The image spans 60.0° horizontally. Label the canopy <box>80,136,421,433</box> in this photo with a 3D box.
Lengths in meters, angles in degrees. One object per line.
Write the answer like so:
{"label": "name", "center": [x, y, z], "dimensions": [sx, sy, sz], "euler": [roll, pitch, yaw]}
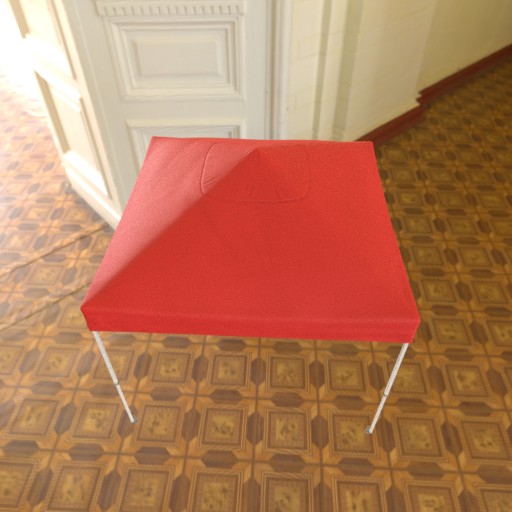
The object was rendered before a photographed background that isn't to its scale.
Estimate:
{"label": "canopy", "center": [0.000, 0.000, 5.428], "dimensions": [2.996, 2.997, 2.998], "euler": [2, 45, 2]}
